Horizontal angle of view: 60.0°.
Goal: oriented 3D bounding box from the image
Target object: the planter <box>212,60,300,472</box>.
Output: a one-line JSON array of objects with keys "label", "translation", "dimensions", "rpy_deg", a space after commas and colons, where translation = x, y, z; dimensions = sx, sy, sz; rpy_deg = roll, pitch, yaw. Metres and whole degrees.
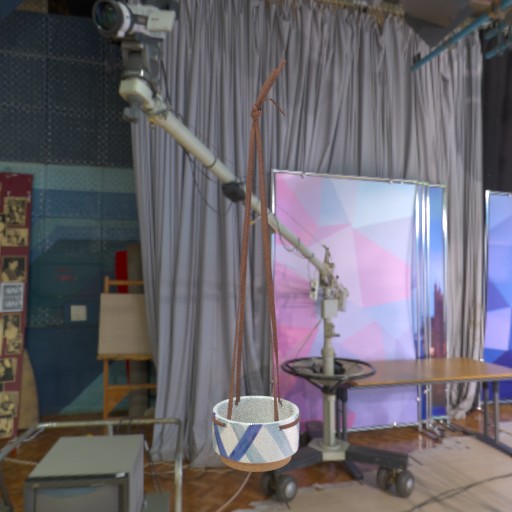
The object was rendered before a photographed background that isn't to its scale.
[{"label": "planter", "translation": [0.000, 0.000, 0.839], "dimensions": [0.166, 0.751, 0.166], "rpy_deg": [0, -1, 36]}]
